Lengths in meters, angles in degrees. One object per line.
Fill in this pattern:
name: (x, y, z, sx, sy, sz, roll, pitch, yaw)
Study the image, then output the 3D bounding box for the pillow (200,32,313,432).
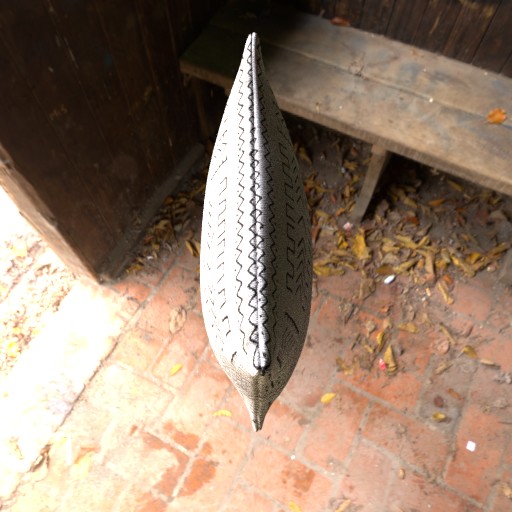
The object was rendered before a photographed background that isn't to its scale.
pillow: (0.000, 0.000, 0.648, 0.164, 0.430, 0.438, -1, 63, -1)
